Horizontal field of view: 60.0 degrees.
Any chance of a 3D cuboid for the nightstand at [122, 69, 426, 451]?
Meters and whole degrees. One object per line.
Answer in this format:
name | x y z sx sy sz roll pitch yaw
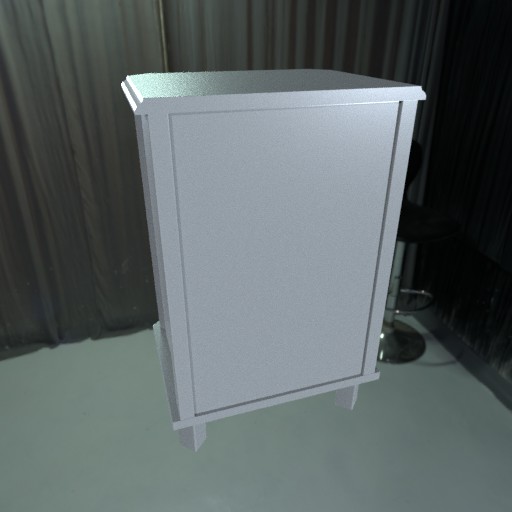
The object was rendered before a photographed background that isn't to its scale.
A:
nightstand | 0.000 0.000 0.914 0.435 0.680 0.348 -9 28 -16
